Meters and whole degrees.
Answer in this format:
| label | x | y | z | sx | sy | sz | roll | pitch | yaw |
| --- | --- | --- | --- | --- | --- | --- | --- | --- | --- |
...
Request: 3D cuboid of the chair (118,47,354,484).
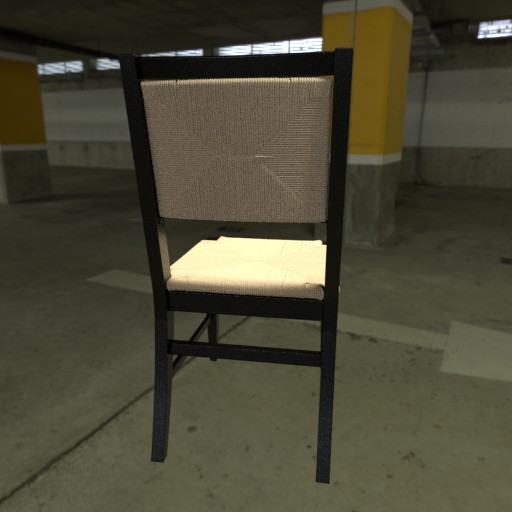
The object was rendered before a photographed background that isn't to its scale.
| label | x | y | z | sx | sy | sz | roll | pitch | yaw |
| --- | --- | --- | --- | --- | --- | --- | --- | --- | --- |
| chair | 0.000 | 0.000 | 1.177 | 0.437 | 0.927 | 0.552 | 3 | 16 | 9 |
